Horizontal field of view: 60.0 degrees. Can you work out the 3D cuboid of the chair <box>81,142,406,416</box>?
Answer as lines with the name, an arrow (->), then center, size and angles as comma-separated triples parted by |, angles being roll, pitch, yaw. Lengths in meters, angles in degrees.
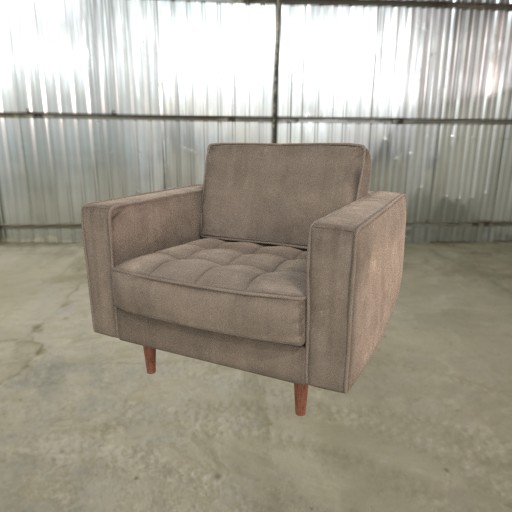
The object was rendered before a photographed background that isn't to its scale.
chair -> 0.000, 0.000, 1.568 | 0.928, 0.773, 0.843 | 7, 16, 25
